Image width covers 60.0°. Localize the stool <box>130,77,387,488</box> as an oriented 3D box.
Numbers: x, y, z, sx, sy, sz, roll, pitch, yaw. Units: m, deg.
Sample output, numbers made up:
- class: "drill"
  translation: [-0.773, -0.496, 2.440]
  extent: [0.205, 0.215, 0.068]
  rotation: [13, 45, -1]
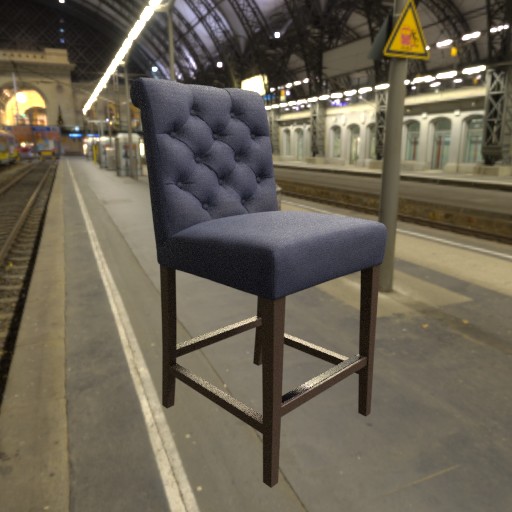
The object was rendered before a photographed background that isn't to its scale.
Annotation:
- class: "stool"
  translation: [0.000, 0.000, 1.326]
  extent: [0.493, 1.010, 0.601]
  rotation: [-13, 19, -43]
